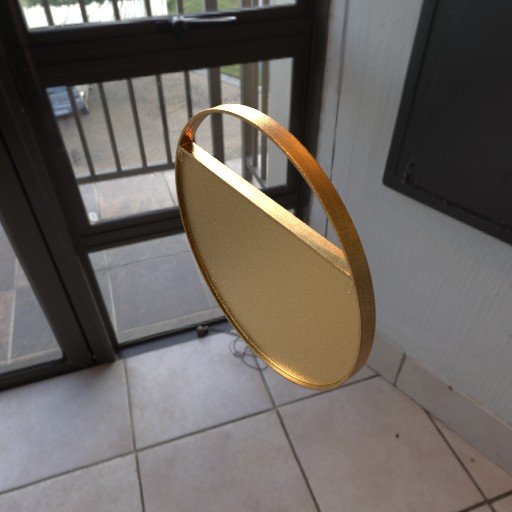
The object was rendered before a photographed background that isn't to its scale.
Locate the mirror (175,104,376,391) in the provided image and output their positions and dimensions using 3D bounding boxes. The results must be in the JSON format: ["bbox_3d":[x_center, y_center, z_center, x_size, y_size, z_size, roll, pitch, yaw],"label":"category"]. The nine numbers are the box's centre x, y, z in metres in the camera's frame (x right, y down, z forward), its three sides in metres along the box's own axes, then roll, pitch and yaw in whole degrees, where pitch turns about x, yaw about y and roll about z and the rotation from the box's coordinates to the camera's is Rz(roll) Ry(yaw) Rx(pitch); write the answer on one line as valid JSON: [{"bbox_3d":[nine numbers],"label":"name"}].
[{"bbox_3d":[0.000,0.000,0.859,0.032,0.565,0.565,-27,48,-27],"label":"mirror"}]
